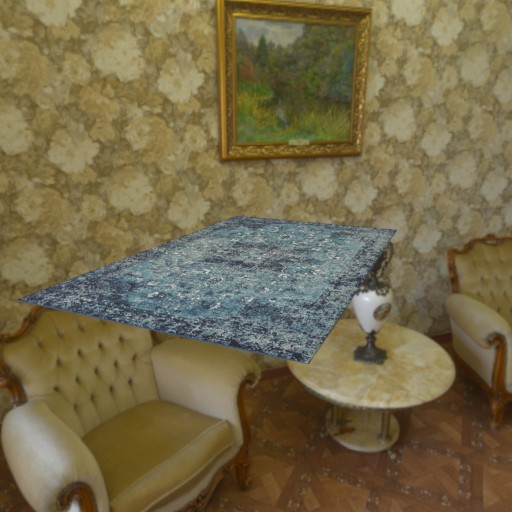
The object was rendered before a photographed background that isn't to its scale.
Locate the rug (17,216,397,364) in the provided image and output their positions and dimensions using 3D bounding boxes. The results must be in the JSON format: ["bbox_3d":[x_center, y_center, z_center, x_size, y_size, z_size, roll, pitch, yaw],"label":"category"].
[{"bbox_3d":[0.000,0.000,2.979,1.525,0.007,2.440,7,17,23],"label":"rug"}]
